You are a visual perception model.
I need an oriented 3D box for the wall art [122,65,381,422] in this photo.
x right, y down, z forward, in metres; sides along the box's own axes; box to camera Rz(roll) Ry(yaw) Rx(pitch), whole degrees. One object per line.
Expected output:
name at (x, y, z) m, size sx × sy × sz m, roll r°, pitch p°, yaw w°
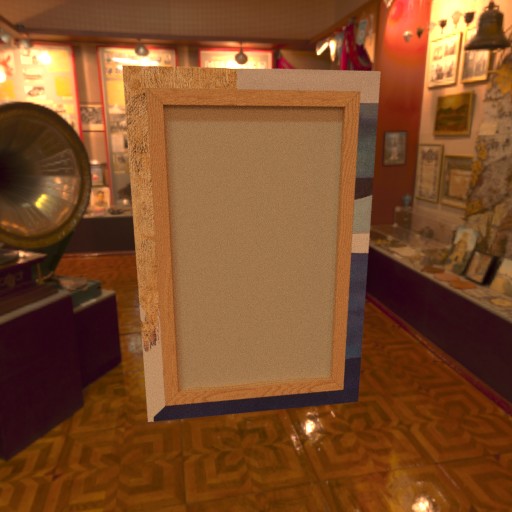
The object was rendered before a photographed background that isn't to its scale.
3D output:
wall art at (0.000, 0.000, 1.165) m, size 0.607 × 0.911 × 0.039 m, roll -2°, pitch 15°, yaw -9°
